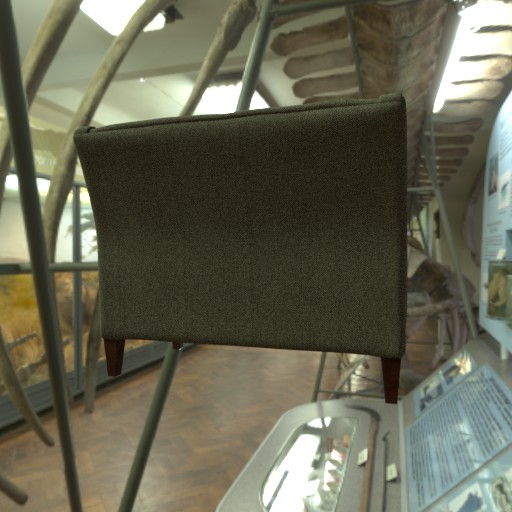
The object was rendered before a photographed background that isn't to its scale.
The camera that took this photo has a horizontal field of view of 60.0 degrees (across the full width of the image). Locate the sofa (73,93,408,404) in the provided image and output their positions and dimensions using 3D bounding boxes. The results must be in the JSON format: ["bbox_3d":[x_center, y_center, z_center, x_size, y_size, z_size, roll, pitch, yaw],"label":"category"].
[{"bbox_3d":[0.000,0.000,1.926,1.242,1.021,0.870,0,0,18],"label":"sofa"}]
